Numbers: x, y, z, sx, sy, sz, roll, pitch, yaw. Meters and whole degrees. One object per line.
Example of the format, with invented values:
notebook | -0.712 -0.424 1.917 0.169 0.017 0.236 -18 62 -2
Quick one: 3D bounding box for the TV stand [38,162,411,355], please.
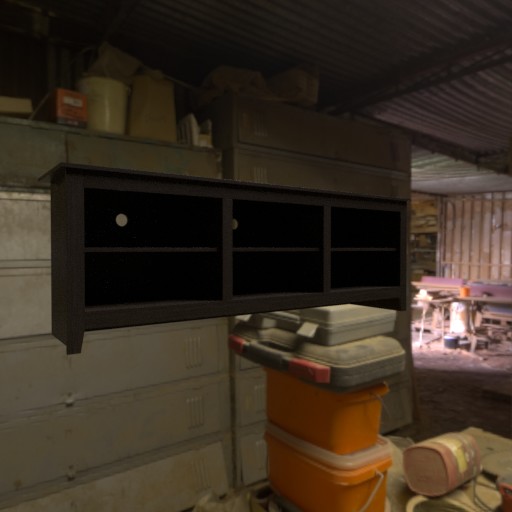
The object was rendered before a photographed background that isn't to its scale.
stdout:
TV stand | 0.000 0.000 2.067 1.778 0.610 0.406 -1 1 -35
